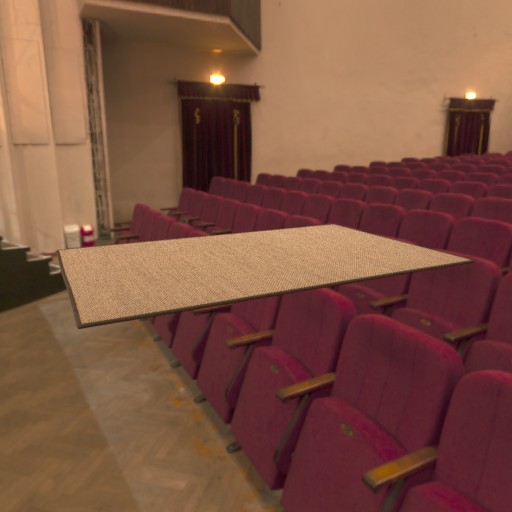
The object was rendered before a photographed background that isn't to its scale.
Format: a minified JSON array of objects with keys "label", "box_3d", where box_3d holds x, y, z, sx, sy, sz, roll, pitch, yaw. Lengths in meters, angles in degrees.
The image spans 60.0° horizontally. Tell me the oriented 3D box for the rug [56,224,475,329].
[{"label":"rug","box_3d":[0.000,0.000,2.086,1.676,0.013,1.067,-7,16,-26]}]
